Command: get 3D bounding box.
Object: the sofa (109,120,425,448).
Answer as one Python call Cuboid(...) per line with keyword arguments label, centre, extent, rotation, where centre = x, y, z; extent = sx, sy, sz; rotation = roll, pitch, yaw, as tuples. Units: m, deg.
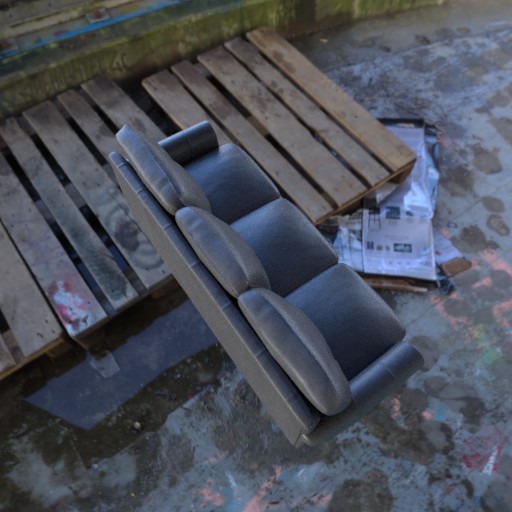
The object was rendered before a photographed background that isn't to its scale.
Cuboid(label="sofa", centre=(0.000, 0.000, 2.990), extent=(0.974, 0.977, 2.387), rotation=(-32, 65, -17))
